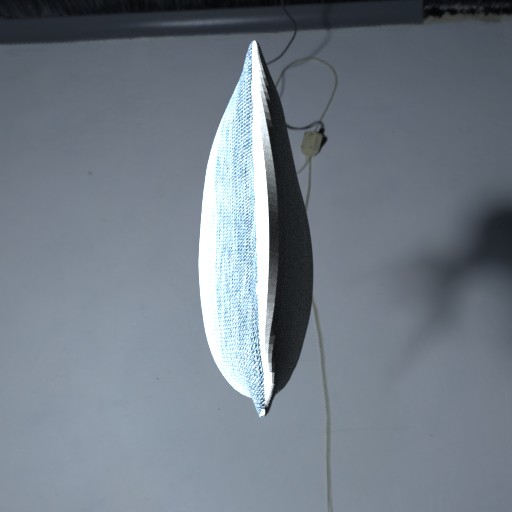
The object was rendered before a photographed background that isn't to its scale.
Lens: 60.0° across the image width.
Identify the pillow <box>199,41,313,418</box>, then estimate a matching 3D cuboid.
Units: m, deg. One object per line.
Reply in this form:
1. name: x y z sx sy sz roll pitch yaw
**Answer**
1. pillow: 0.000 0.000 0.685 0.182 0.441 0.440 -1 75 0
